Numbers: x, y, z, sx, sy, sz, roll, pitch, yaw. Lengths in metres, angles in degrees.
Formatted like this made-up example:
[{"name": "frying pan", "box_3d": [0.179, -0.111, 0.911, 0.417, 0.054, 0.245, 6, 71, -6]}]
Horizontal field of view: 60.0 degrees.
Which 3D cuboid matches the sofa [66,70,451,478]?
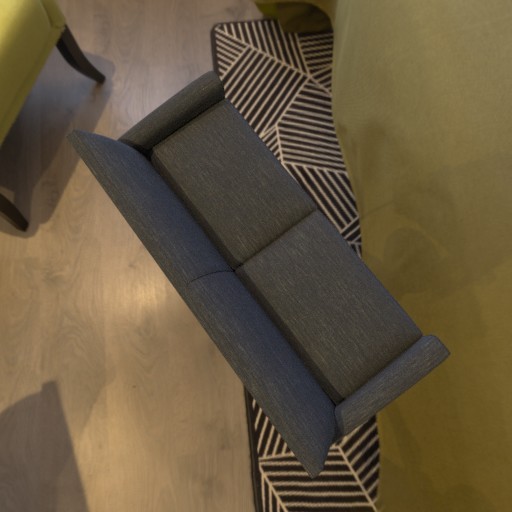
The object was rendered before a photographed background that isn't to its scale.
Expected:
[{"name": "sofa", "box_3d": [0.000, 0.000, 2.410, 0.875, 0.846, 1.976, -36, 79, -9]}]
